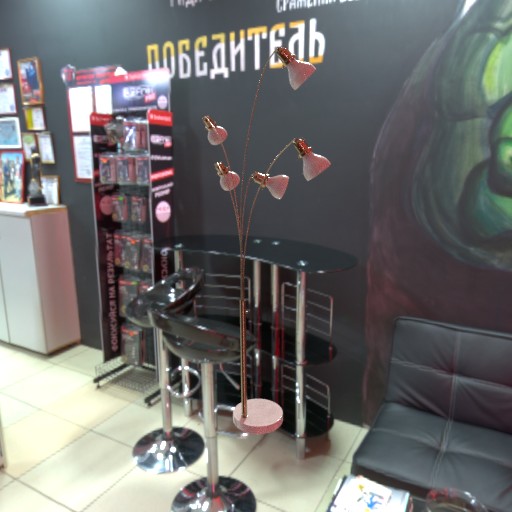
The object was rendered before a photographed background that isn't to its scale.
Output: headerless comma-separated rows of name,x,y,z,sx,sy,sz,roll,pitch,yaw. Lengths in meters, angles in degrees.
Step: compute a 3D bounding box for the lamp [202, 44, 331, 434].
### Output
lamp,0.000,0.000,2.983,0.361,2.423,1.405,-7,14,-27
